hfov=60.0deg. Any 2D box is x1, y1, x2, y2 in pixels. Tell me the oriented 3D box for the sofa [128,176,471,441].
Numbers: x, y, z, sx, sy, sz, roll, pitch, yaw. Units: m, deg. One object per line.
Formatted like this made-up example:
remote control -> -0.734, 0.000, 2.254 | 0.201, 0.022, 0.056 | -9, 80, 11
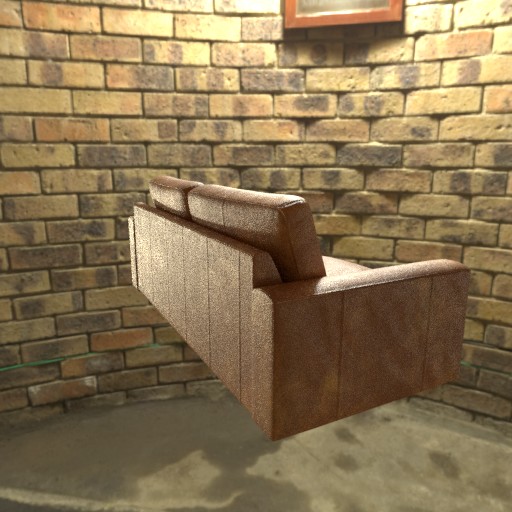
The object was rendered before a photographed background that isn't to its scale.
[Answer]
sofa -> 0.000, 0.000, 2.629 | 1.016, 0.873, 2.179 | -7, 15, -27
